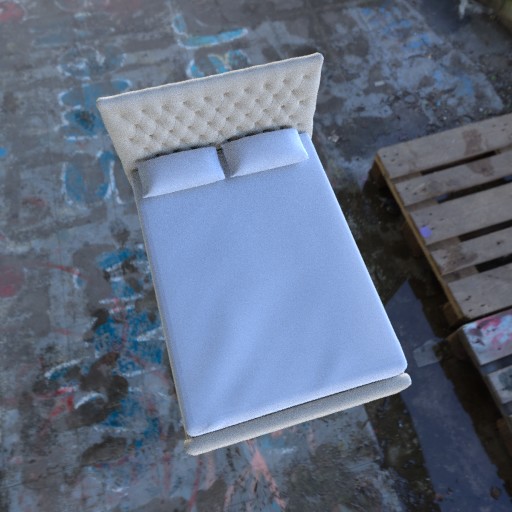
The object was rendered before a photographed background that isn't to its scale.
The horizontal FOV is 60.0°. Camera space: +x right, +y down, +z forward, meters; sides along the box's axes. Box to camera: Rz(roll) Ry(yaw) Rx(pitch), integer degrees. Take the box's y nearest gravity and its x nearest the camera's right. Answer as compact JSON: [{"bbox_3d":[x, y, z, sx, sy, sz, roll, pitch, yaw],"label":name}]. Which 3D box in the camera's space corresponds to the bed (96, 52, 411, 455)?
[{"bbox_3d":[0.000,0.000,3.363,1.698,1.427,2.387,-15,66,-7],"label":"bed"}]
